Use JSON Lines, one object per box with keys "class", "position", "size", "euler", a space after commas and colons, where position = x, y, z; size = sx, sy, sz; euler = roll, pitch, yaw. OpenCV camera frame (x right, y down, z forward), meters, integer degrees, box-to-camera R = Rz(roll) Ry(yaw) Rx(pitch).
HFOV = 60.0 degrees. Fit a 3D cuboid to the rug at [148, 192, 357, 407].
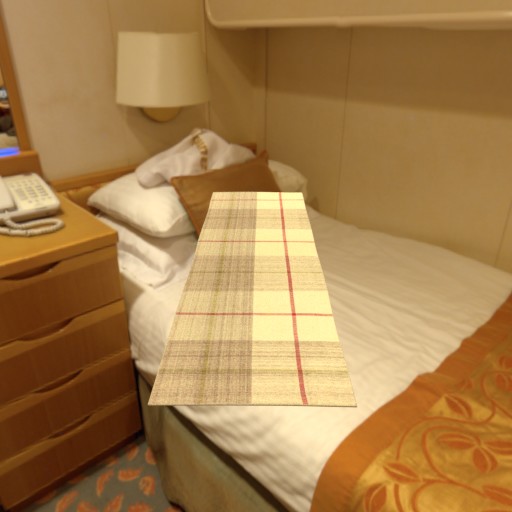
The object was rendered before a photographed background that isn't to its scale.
{"class": "rug", "position": [0.000, 0.000, 2.701], "size": [0.762, 0.013, 2.439], "euler": [0, 26, 1]}
